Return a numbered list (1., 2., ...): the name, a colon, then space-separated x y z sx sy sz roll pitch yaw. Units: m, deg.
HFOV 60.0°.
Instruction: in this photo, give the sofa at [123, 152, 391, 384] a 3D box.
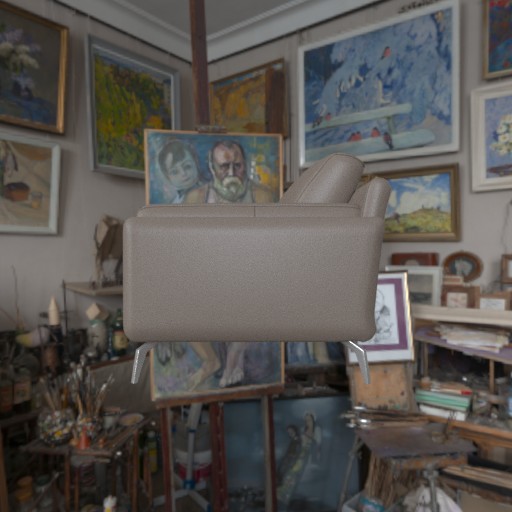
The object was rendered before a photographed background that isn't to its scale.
1. sofa: 0.000 0.000 2.601 1.049 0.930 2.101 0 1 0
